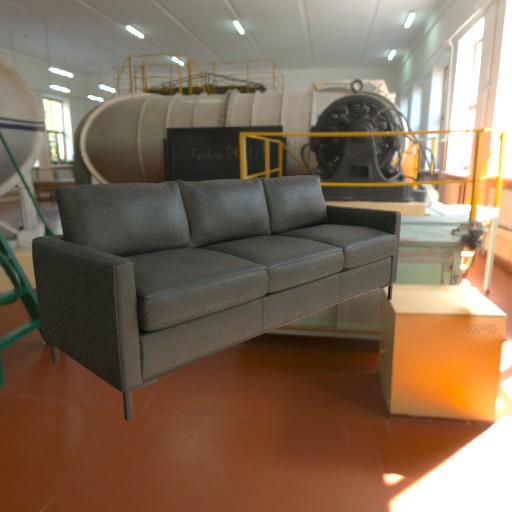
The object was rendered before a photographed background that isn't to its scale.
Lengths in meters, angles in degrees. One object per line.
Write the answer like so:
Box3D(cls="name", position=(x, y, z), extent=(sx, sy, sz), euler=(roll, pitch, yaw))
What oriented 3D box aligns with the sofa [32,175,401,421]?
Box3D(cls="sofa", position=(0.000, 0.000, 2.372), extent=(0.748, 0.805, 2.029), euler=(12, 17, 43))
